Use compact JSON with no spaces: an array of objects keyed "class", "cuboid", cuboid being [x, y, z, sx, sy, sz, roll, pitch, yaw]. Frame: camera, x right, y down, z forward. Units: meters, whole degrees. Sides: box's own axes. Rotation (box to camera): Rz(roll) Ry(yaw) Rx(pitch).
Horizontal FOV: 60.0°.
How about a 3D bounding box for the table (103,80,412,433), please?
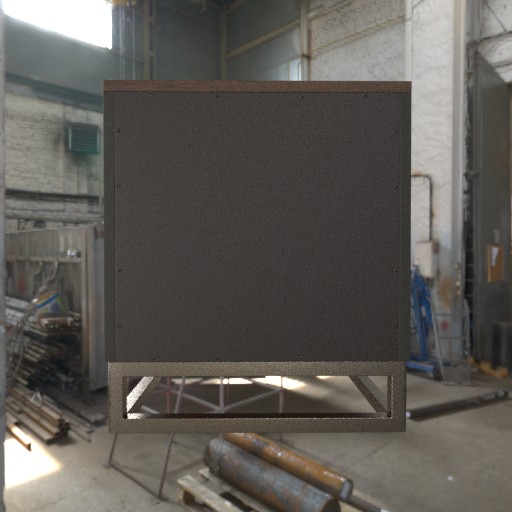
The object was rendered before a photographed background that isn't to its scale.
[{"class":"table","cuboid":[0.000,0.000,1.010,0.506,0.582,0.566,0,1,-1]}]
